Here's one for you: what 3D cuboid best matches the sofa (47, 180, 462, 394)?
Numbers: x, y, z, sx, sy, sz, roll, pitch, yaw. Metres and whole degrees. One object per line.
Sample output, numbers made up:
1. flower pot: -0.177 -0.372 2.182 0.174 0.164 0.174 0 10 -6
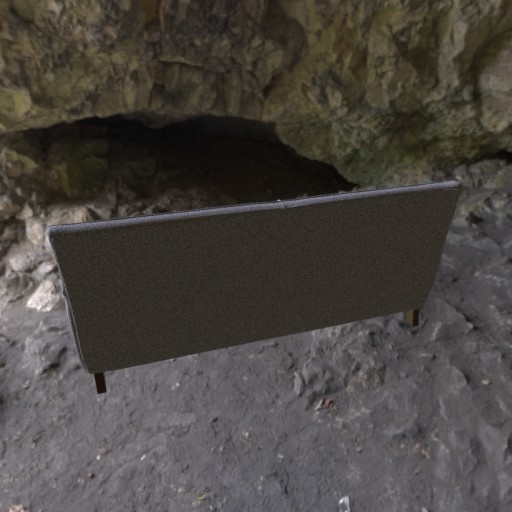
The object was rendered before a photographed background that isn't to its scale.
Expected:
1. sofa: 0.000 0.000 2.553 2.026 0.942 0.854 -8 28 -16
